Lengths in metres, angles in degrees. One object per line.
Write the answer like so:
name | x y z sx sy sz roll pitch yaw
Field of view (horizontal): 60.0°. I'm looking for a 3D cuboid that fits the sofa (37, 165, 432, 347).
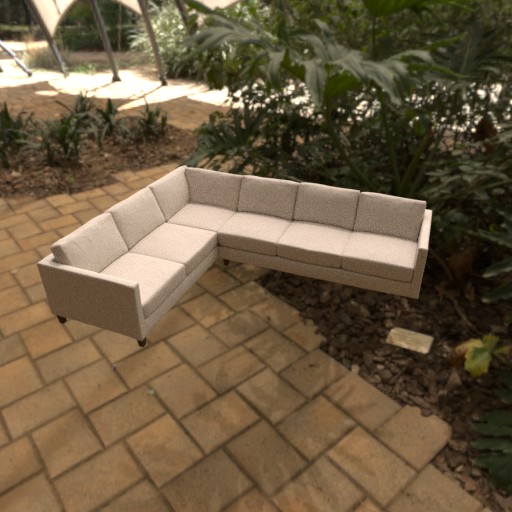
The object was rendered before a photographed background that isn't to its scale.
sofa | 0.000 0.000 4.452 3.182 0.863 2.432 11 33 18
